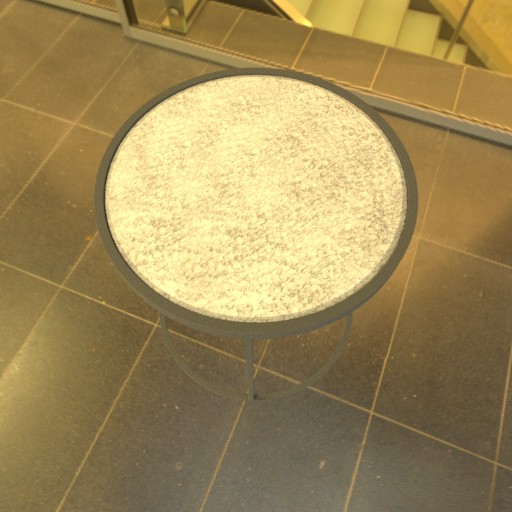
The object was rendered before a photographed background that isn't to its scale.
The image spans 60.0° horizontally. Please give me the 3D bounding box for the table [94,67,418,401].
[{"bbox_3d":[0.000,0.000,0.871,0.470,0.498,0.470,0,63,0],"label":"table"}]
